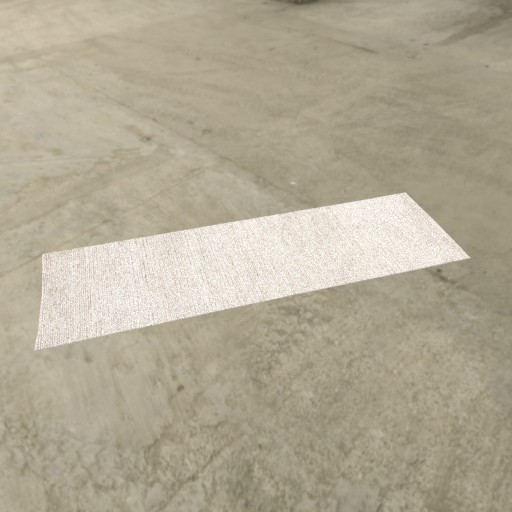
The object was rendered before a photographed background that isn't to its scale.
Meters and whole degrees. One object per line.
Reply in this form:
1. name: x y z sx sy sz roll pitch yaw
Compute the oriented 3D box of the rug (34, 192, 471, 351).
1. rug: 0.000 0.000 2.530 2.346 0.013 0.712 -11 42 -12
